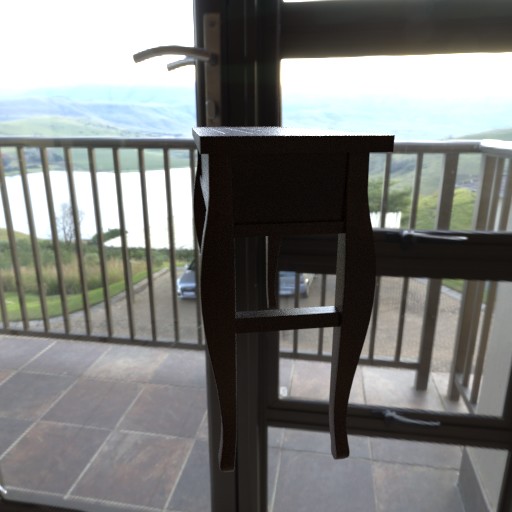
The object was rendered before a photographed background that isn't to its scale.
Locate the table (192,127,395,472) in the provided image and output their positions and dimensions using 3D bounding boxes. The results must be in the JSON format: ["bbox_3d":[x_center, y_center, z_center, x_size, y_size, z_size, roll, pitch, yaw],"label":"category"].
[{"bbox_3d":[0.000,0.000,1.401,0.373,0.768,1.062,-3,17,-8],"label":"table"}]
